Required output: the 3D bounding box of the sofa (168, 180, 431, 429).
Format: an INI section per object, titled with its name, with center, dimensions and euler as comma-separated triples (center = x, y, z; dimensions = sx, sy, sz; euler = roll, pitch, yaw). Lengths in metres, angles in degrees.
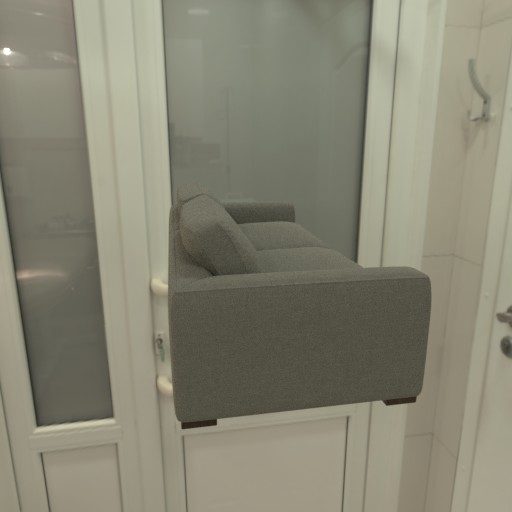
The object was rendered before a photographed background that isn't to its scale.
[sofa]
center = 0.000, 0.000, 2.766
dimensions = 1.070, 0.801, 2.262
euler = -3, 15, -10
